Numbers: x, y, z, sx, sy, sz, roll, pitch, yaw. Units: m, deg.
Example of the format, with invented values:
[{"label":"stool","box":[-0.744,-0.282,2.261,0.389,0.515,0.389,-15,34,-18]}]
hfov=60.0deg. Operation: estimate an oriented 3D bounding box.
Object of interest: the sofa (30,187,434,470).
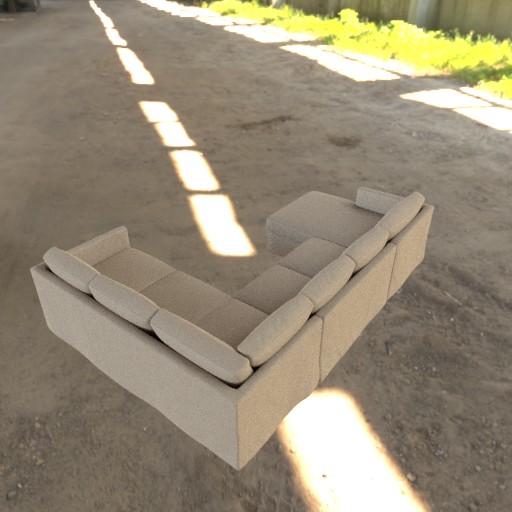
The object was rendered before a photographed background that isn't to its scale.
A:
[{"label":"sofa","box":[0.000,0.000,4.595,2.476,0.878,3.528,23,39,31]}]
